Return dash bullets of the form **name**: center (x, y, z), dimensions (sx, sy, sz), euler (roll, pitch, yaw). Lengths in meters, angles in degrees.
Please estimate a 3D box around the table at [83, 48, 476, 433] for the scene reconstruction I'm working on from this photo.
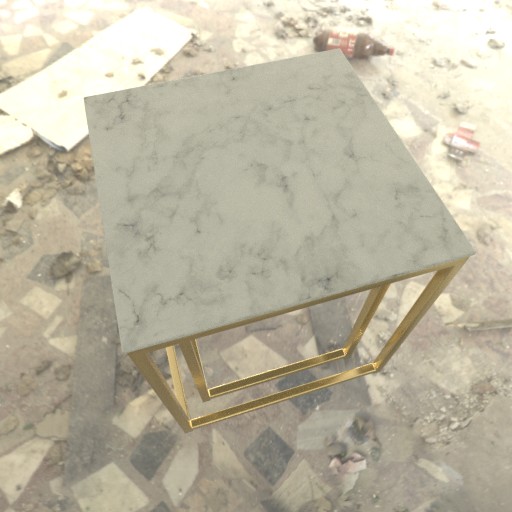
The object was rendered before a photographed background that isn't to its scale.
- **table**: center (0.000, 0.000, 0.854), dimensions (0.450, 0.500, 0.450), euler (-15, 59, -9)
